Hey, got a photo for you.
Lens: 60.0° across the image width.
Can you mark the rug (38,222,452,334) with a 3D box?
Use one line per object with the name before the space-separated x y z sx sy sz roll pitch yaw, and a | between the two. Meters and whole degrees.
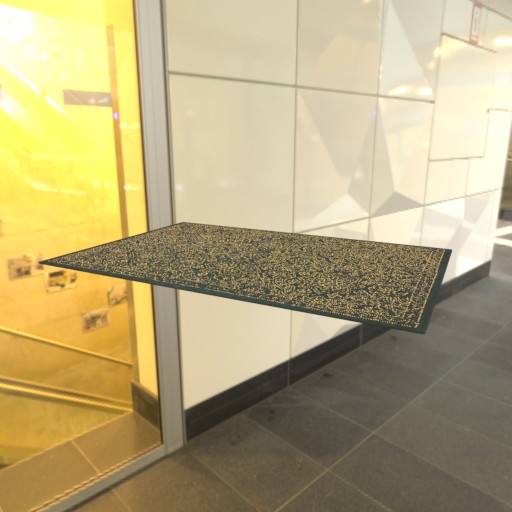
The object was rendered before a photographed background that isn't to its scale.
rug | 0.000 0.000 2.336 1.829 0.010 1.219 7 17 26
